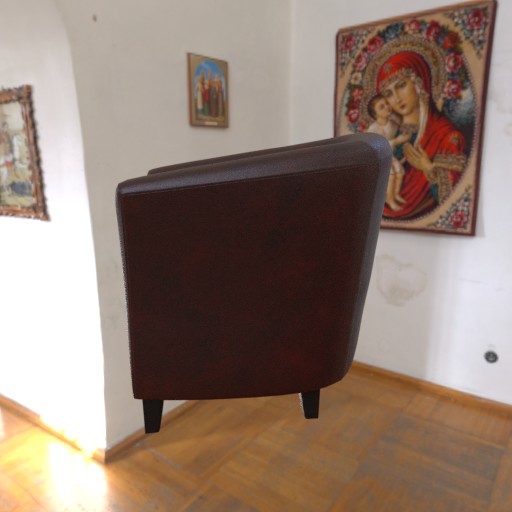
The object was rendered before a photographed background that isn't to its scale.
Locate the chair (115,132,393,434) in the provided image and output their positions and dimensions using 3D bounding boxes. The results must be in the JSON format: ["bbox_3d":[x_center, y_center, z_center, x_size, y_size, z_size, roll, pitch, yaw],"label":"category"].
[{"bbox_3d":[0.000,0.000,1.402,0.727,0.756,0.792,-2,13,-8],"label":"chair"}]
